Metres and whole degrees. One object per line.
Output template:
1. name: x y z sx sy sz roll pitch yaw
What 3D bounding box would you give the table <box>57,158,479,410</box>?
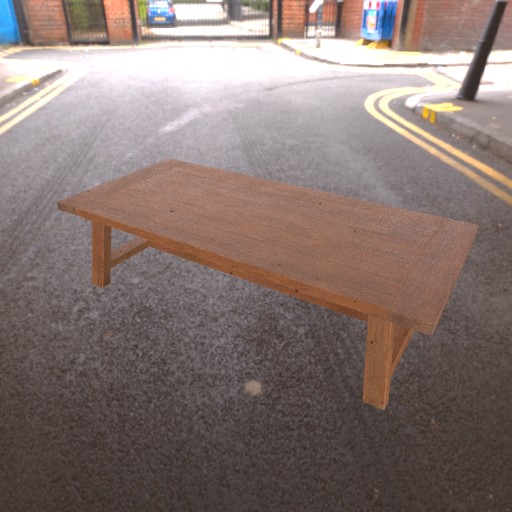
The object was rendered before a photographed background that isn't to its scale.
1. table: 0.000 0.000 2.180 1.800 0.465 0.820 17 34 27
